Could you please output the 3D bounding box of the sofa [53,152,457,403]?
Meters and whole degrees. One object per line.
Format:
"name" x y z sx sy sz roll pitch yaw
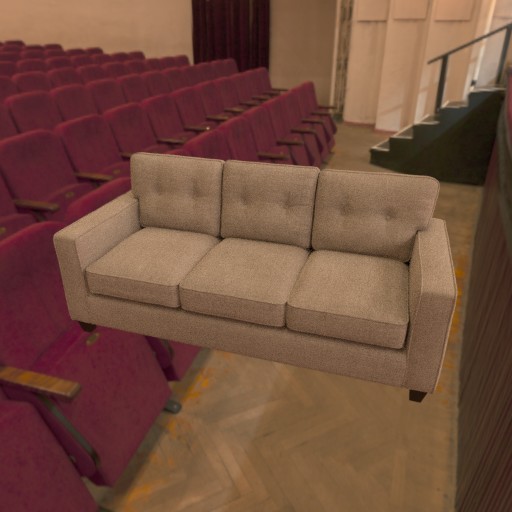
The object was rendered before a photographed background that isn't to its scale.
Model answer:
"sofa" 0.000 0.000 2.644 2.133 0.965 0.939 8 28 15
